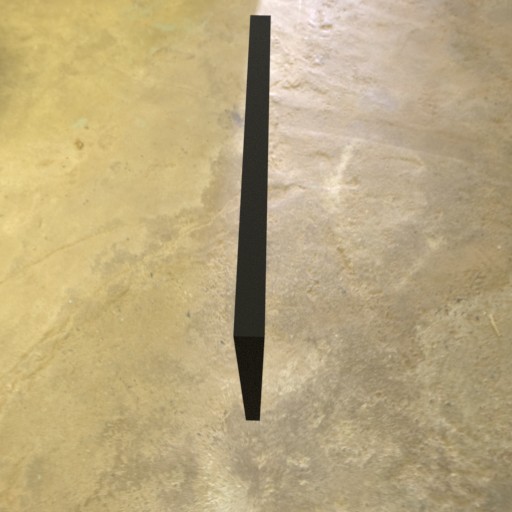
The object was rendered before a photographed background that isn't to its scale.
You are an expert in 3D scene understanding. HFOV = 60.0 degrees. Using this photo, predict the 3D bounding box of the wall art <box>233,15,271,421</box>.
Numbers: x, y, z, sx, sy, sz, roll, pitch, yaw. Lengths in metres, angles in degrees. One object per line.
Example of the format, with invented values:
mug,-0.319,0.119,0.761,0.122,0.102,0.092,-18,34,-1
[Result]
wall art,0.000,0.000,0.753,0.029,0.559,0.457,1,62,1
